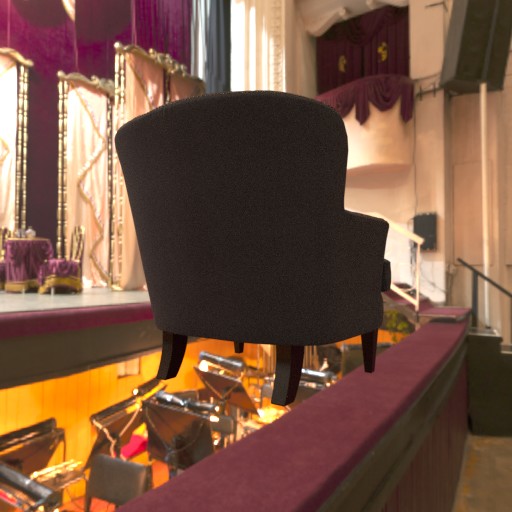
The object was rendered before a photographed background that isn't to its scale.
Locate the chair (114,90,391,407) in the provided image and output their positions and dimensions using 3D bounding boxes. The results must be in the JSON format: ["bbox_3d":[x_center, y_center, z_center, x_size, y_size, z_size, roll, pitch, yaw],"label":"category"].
[{"bbox_3d":[0.000,0.000,1.606,0.848,0.868,0.906,-1,-1,36],"label":"chair"}]
